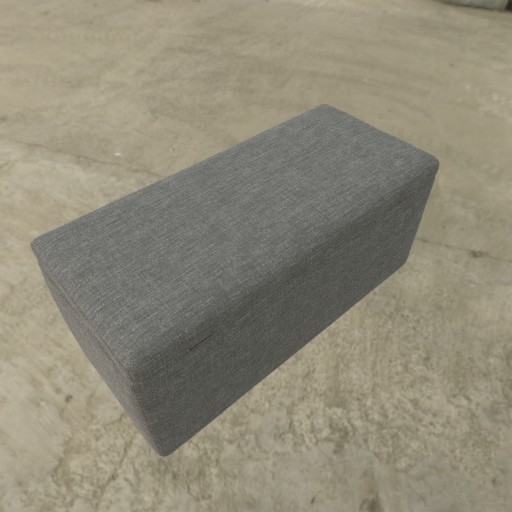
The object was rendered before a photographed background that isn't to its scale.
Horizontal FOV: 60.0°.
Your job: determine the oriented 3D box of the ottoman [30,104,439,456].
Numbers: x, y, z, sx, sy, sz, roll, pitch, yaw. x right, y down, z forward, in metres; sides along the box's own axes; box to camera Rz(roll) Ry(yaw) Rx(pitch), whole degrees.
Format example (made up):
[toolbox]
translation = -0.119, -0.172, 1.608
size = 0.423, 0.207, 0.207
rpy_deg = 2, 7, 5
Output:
[ottoman]
translation = 0.000, 0.000, 1.126
size = 0.902, 0.432, 0.419
rpy_deg = -32, 54, -27
